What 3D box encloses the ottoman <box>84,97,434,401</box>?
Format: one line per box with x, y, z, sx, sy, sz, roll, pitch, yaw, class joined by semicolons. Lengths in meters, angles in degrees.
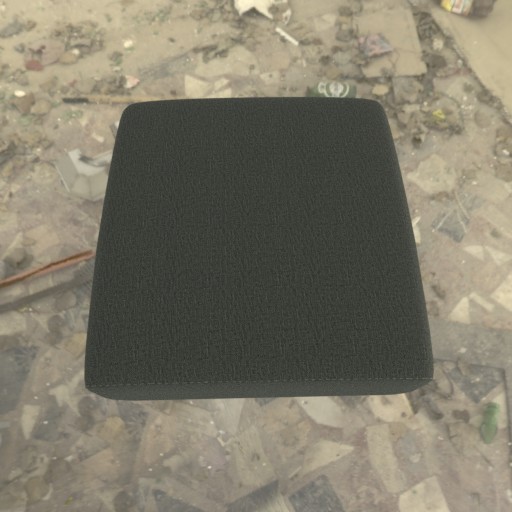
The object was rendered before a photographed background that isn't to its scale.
0.000;0.000;1.042;0.649;0.398;0.650;-1;64;0;ottoman
